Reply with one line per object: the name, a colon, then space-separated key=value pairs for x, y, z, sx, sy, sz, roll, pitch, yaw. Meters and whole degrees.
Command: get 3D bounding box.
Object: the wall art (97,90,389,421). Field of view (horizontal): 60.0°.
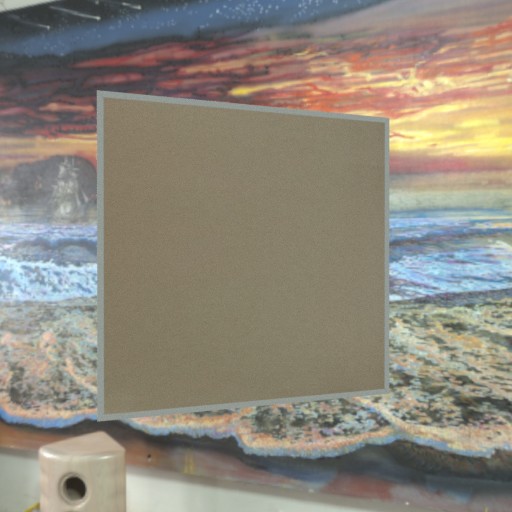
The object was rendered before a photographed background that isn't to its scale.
wall art: x=0.000 y=0.000 z=0.675 sx=0.456 sy=0.456 sz=0.007 roll=0 pitch=0 yaw=-16
